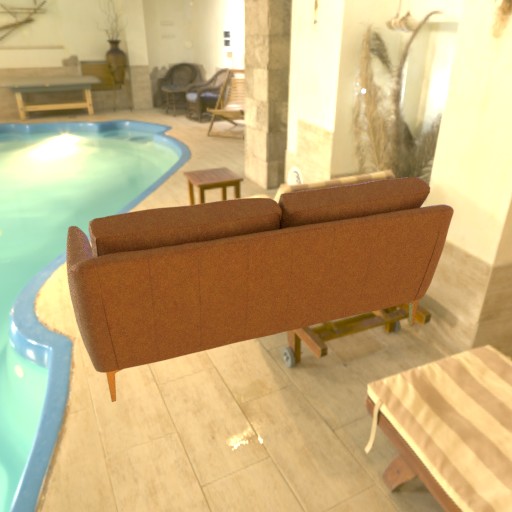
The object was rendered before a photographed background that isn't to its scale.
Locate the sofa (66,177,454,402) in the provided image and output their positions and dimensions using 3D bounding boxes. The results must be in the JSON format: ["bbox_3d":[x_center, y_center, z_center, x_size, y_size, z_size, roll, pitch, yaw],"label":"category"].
[{"bbox_3d":[0.000,0.000,2.589,2.036,0.945,0.981,-10,28,-19],"label":"sofa"}]
